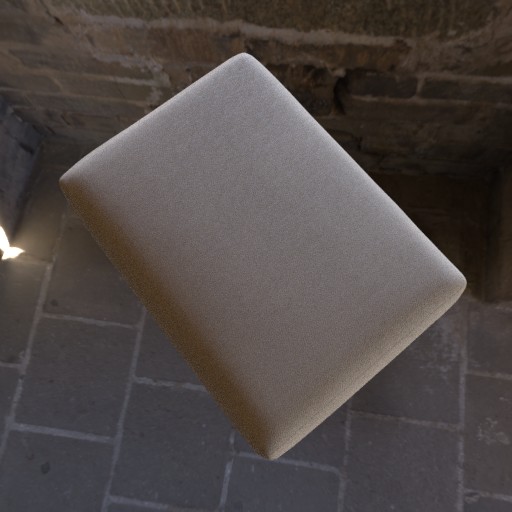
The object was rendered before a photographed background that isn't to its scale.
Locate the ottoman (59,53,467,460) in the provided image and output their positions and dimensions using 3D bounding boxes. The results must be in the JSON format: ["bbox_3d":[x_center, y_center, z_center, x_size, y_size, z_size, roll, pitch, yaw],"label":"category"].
[{"bbox_3d":[0.000,0.000,1.144,0.569,0.504,0.773,-38,78,-10],"label":"ottoman"}]
